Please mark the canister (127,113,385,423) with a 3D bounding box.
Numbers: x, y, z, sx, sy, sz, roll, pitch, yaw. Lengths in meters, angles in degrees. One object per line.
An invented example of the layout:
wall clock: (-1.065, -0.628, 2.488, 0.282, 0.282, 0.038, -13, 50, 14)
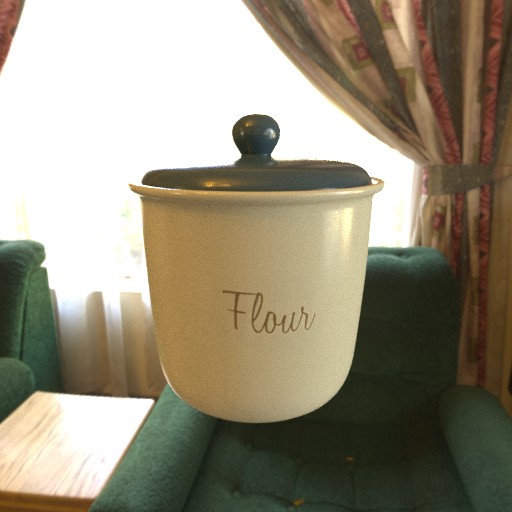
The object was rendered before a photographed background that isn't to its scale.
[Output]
canister: (0.000, 0.000, 0.339, 0.182, 0.208, 0.182, 0, 15, 0)
